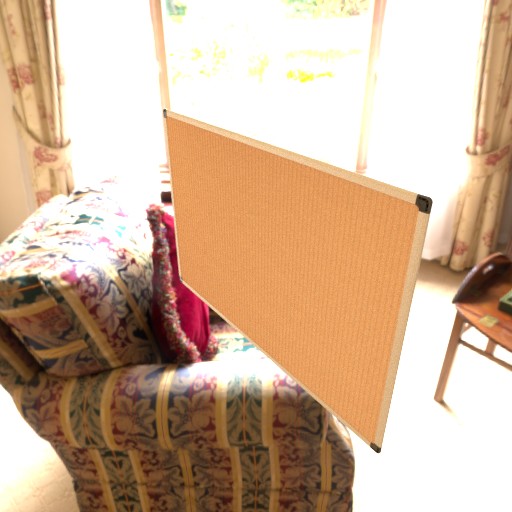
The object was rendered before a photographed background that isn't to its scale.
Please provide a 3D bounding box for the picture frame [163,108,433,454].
[{"bbox_3d":[0.000,0.000,1.139,0.010,0.600,0.900,-20,35,-32],"label":"picture frame"}]
